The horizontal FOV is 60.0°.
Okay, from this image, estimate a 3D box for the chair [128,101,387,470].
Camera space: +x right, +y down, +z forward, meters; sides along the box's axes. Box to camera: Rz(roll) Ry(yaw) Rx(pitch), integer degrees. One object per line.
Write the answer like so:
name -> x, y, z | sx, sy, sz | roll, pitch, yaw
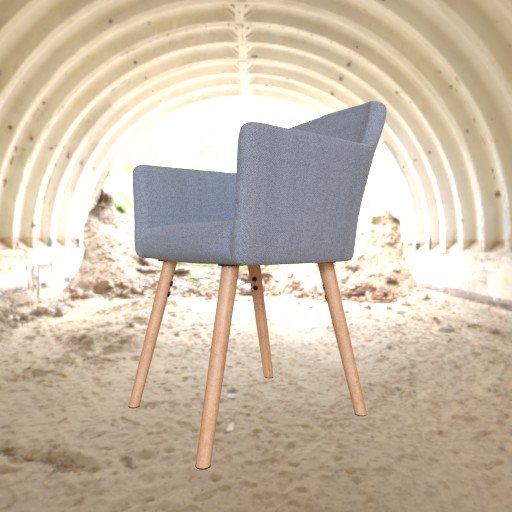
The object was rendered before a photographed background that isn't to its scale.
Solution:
chair -> 0.000, 0.000, 1.130 | 0.540, 0.780, 0.570 | -1, 2, -35
